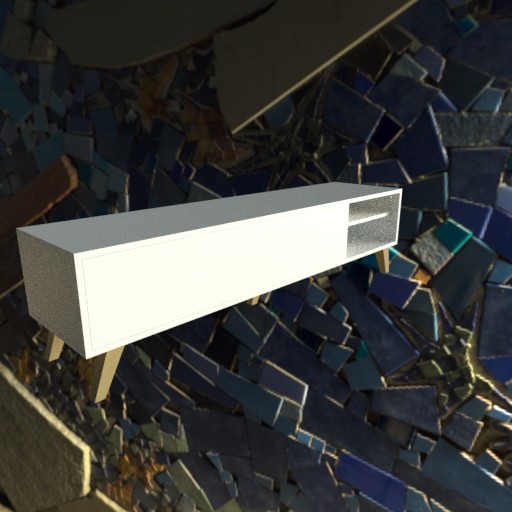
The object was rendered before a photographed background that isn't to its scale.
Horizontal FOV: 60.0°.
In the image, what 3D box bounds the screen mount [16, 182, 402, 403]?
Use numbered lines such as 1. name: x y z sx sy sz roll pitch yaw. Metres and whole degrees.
1. screen mount: 0.000 0.000 1.816 0.399 0.432 1.644 15 22 42
